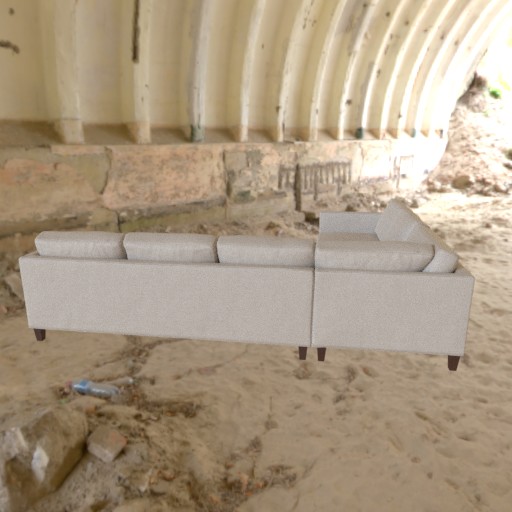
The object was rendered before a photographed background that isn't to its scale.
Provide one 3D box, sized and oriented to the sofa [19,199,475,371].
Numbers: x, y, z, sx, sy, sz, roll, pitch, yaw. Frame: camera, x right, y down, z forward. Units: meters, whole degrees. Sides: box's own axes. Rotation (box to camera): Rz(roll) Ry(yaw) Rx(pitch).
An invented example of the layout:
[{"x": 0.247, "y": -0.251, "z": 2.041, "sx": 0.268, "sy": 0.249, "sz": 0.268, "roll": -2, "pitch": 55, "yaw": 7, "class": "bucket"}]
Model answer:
[{"x": 0.000, "y": 0.000, "z": 4.232, "sx": 3.182, "sy": 0.863, "sz": 2.432, "roll": 2, "pitch": 15, "yaw": 8, "class": "sofa"}]
